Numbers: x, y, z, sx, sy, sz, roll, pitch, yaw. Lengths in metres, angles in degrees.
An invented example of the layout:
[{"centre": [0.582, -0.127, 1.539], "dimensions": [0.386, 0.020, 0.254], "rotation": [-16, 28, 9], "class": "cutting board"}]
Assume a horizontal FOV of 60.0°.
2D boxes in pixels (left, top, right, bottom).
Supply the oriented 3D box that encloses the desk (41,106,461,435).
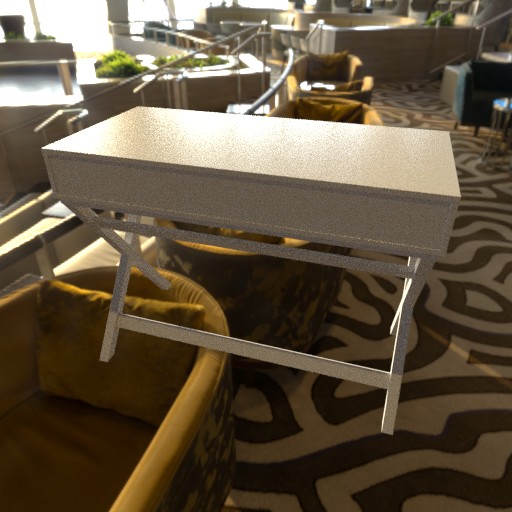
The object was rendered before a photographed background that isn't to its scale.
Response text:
[{"centre": [0.000, 0.000, 1.468], "dimensions": [1.059, 0.780, 0.509], "rotation": [10, 33, 15], "class": "desk"}]
